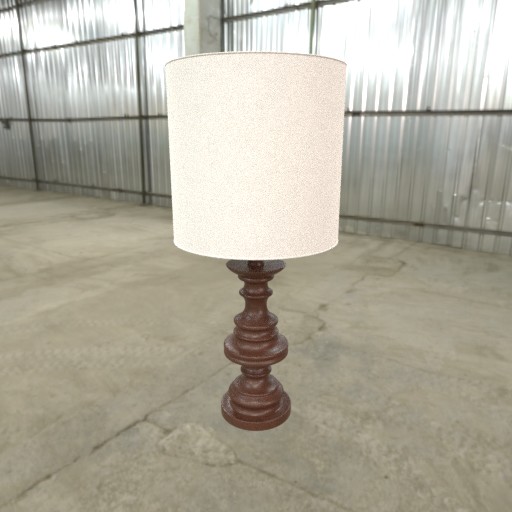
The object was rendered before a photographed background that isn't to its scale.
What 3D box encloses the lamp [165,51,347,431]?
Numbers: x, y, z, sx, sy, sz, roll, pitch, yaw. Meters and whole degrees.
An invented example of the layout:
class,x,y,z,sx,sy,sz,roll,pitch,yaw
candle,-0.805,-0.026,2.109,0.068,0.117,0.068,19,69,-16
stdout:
class,x,y,z,sx,sy,sz,roll,pitch,yaw
lamp,0.000,0.000,0.576,0.208,0.455,0.208,-8,17,-26
